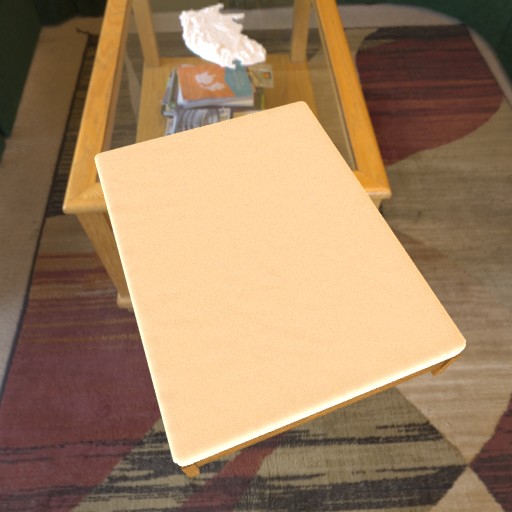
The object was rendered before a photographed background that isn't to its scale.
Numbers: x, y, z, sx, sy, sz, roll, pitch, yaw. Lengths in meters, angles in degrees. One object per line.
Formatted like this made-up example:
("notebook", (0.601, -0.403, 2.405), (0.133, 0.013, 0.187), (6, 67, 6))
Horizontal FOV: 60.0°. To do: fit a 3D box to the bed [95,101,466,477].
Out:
("bed", (0.000, 0.000, 2.741), (1.536, 0.431, 2.016), (-18, 59, -11))
